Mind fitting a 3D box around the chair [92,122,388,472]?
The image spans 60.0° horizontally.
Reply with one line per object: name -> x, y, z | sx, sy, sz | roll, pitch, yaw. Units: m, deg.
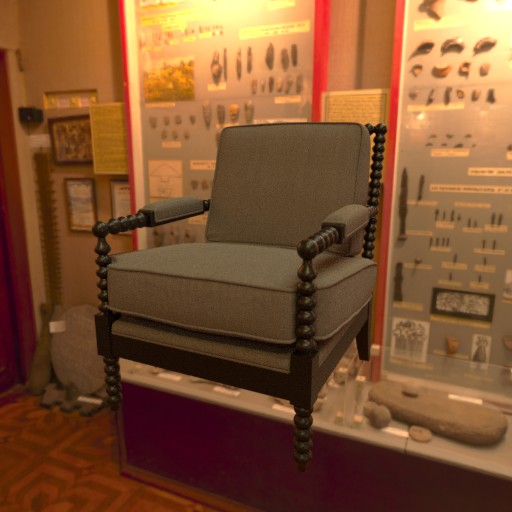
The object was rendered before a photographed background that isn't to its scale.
chair -> 0.000, 0.000, 1.100 | 0.540, 0.661, 0.622 | 6, 14, 25
